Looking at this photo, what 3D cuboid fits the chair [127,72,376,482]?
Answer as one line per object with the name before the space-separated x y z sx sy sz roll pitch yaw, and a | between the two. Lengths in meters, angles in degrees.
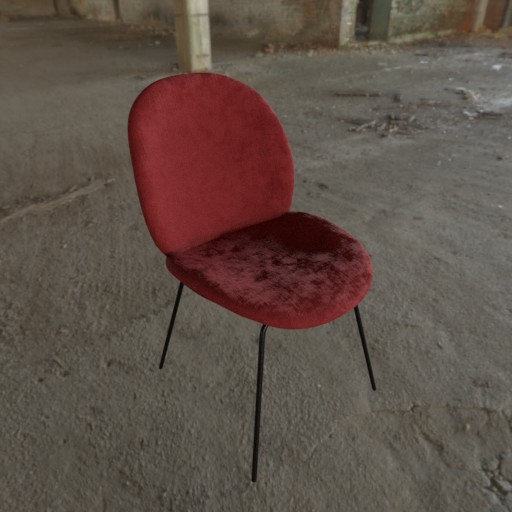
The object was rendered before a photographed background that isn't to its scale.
chair | 0.000 0.000 1.118 0.458 0.791 0.587 -22 38 -32
